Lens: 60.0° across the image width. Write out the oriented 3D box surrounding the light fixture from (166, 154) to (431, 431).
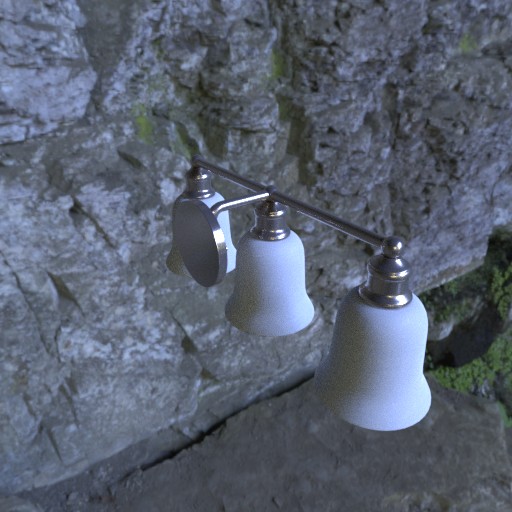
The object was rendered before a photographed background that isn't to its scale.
[{"bbox_3d":[0.000,0.000,0.656,0.198,0.211,0.570,-18,33,-32],"label":"light fixture"}]
